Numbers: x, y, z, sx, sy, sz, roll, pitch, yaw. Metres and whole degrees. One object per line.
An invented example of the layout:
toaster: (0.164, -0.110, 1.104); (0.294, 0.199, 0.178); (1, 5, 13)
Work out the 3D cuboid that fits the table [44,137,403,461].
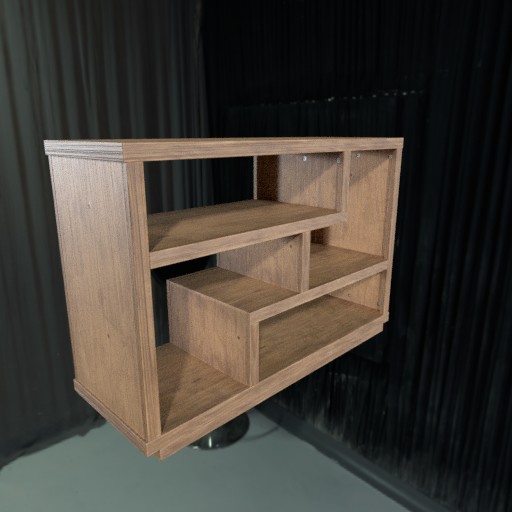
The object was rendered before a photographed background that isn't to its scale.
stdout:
table: (0.000, 0.000, 1.508); (1.151, 0.771, 0.410); (-15, 21, -43)
